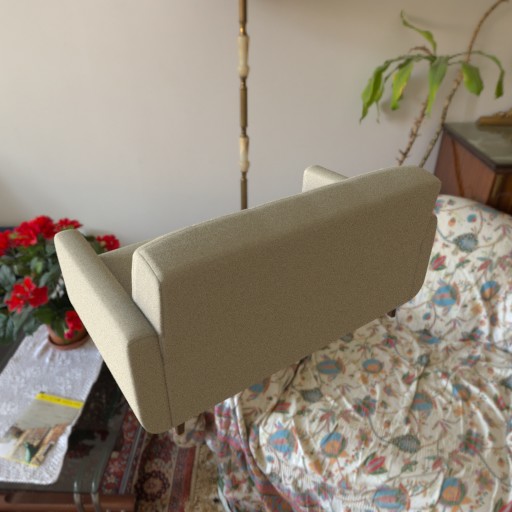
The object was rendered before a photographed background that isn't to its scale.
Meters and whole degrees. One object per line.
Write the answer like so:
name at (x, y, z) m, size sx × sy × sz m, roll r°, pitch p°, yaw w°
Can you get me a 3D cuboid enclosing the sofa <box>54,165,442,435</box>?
sofa at (0.000, 0.000, 2.216) m, size 1.655 × 0.892 × 0.980 m, roll -20°, pitch 37°, yaw -30°
